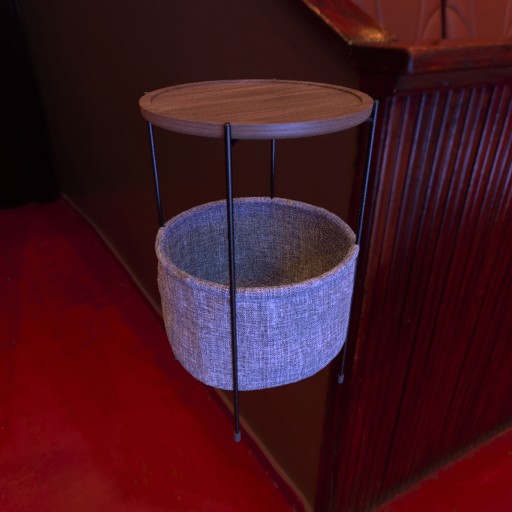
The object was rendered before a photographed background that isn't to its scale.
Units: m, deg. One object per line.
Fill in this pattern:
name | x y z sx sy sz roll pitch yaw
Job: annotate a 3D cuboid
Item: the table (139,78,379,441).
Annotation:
table | 0.000 0.000 0.903 0.400 0.623 0.400 -19 35 -29
